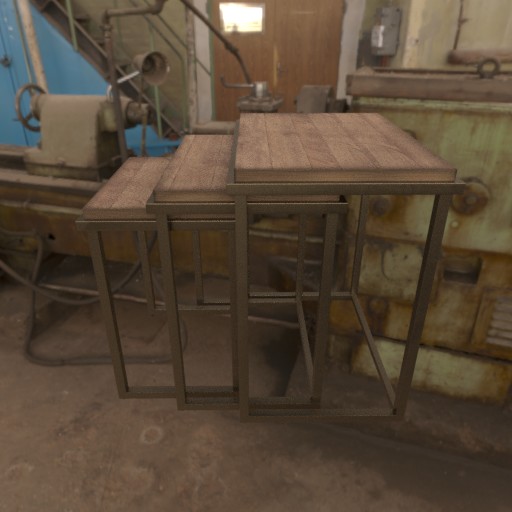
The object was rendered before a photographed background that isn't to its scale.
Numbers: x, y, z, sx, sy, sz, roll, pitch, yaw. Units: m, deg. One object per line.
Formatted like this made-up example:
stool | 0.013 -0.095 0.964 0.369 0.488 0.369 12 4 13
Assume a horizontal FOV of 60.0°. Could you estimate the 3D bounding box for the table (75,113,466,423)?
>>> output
table | 0.000 0.000 1.126 0.706 0.610 0.559 0 28 0
